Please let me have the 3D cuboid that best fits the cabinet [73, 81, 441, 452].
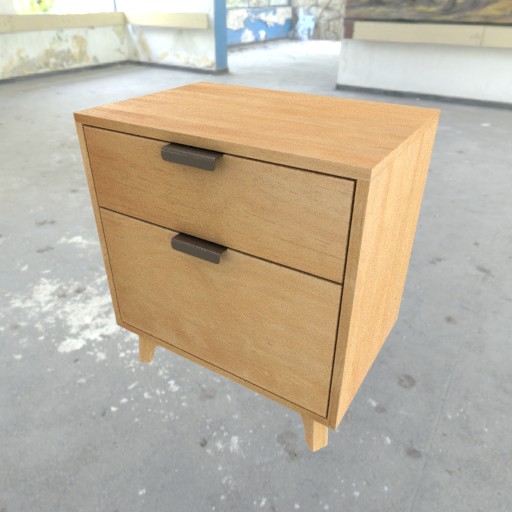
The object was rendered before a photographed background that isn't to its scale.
[{"bbox_3d":[0.000,0.000,0.947,0.551,0.599,0.394,18,35,27],"label":"cabinet"}]
